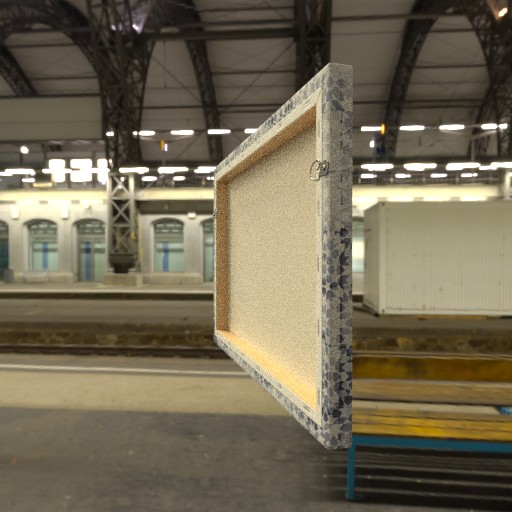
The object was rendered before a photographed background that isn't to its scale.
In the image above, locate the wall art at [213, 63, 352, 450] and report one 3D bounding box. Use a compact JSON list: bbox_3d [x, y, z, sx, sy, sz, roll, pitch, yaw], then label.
[{"bbox_3d":[0.000,0.000,0.755,0.030,0.406,0.608,0,0,-17],"label":"wall art"}]
